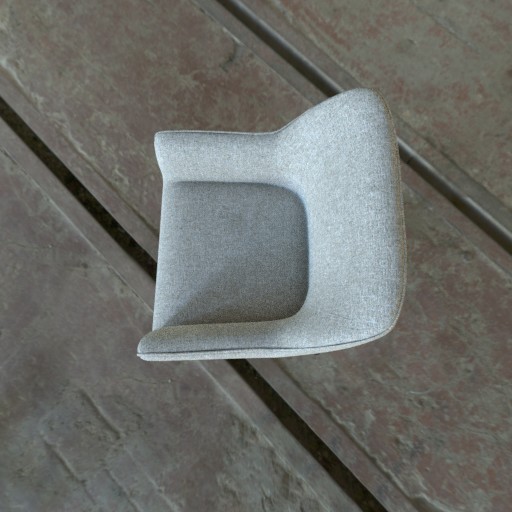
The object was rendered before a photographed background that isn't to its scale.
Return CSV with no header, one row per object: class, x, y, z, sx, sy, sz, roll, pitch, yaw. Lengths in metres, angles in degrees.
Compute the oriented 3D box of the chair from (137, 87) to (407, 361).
chair,0.000,0.000,1.147,0.519,0.803,0.543,1,75,0
